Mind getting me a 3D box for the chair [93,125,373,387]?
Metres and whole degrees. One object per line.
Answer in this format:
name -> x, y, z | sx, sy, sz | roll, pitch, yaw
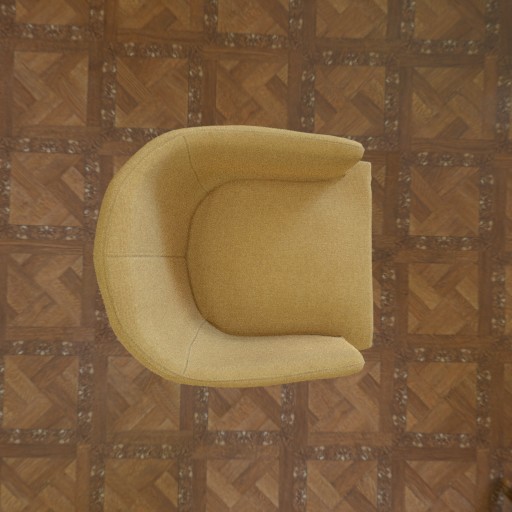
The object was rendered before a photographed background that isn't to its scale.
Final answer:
chair -> 0.000, 0.000, 1.261 | 0.655, 0.811, 0.583 | 0, 90, -2
